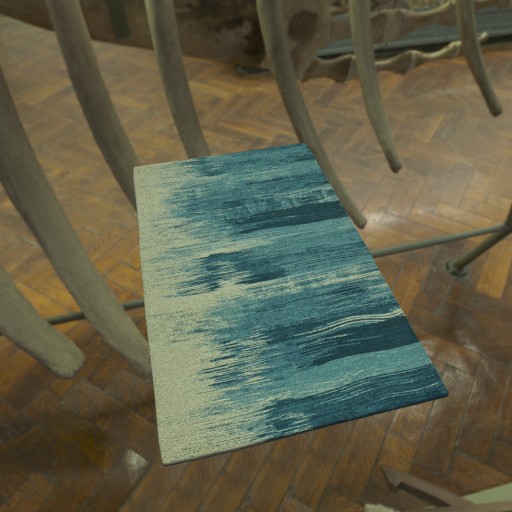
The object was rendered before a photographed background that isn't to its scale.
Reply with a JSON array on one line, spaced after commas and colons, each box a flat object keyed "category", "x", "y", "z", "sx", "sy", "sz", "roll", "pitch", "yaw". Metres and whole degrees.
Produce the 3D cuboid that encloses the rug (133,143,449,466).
[{"category": "rug", "x": 0.000, "y": 0.000, "z": 3.027, "sx": 1.540, "sy": 0.027, "sz": 2.450, "roll": -10, "pitch": 48, "yaw": -9}]
